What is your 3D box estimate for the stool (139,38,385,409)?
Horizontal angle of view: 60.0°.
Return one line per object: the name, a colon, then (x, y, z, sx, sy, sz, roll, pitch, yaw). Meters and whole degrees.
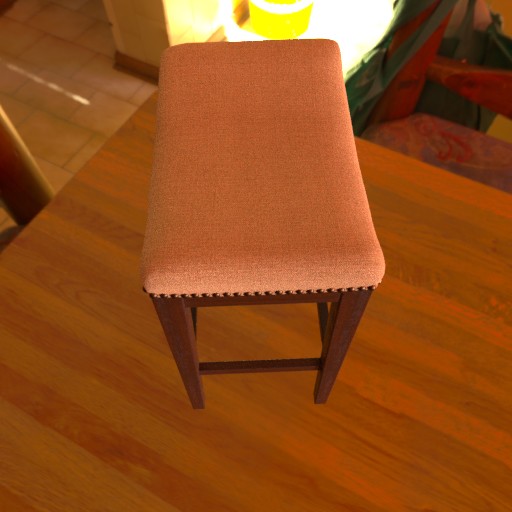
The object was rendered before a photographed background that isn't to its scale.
stool: (0.000, 0.000, 1.009, 0.363, 0.768, 0.509, -2, 60, -1)
